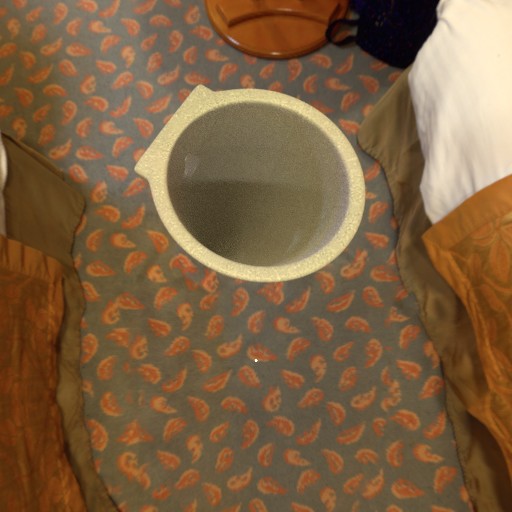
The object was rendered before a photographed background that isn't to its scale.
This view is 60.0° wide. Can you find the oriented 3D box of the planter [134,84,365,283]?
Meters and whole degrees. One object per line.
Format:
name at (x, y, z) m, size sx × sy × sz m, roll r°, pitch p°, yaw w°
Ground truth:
planter at (0.000, 0.000, 0.219) m, size 0.064 × 0.191 × 0.057 m, roll 32°, pitch 79°, yaw 7°
